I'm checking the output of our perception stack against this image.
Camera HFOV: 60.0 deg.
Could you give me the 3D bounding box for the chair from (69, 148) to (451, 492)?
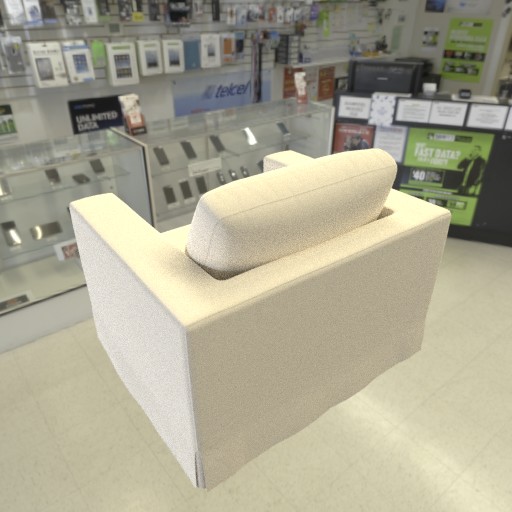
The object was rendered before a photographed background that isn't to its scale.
[{"bbox_3d":[0.000,0.000,1.761,1.150,0.878,0.957,-21,36,-31],"label":"chair"}]
